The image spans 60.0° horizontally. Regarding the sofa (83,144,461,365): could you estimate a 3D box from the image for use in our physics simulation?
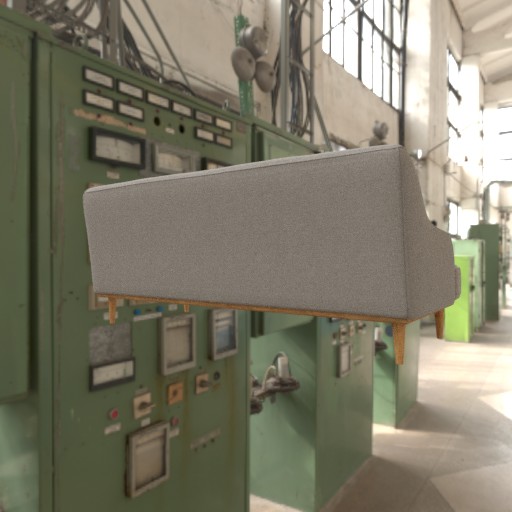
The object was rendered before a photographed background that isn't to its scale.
[{"bbox_3d":[0.000,0.000,2.584,2.057,0.871,0.978,0,0,35],"label":"sofa"}]
